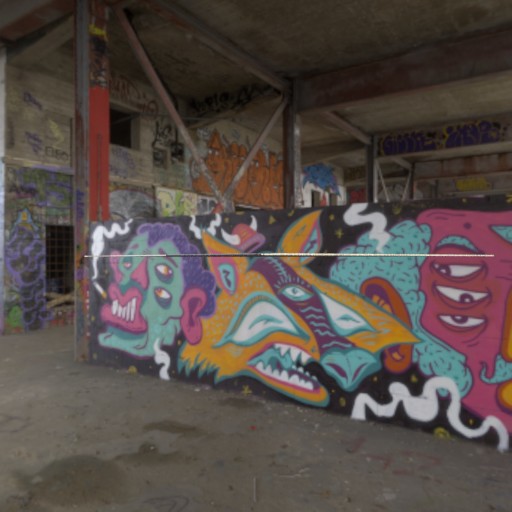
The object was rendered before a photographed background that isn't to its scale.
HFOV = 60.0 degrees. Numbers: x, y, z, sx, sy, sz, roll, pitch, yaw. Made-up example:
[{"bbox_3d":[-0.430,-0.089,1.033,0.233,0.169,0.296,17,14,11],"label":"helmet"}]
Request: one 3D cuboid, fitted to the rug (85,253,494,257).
[{"bbox_3d":[0.000,0.000,2.290,1.220,0.005,1.828,0,0,-37],"label":"rug"}]
